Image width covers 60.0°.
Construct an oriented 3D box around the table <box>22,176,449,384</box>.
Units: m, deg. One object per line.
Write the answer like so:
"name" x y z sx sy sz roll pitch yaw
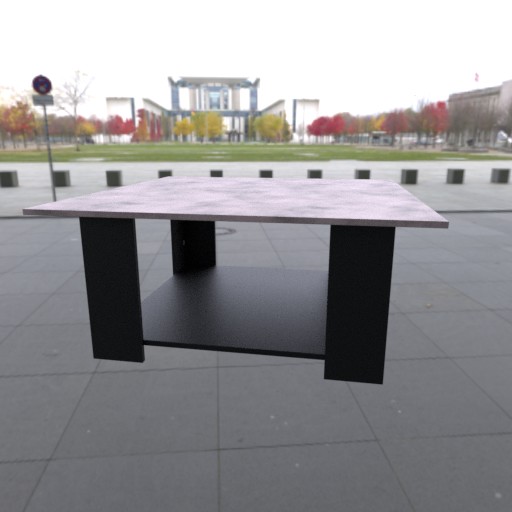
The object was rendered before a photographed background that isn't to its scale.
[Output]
"table" 0.000 0.000 1.037 0.670 0.305 0.670 3 15 10
